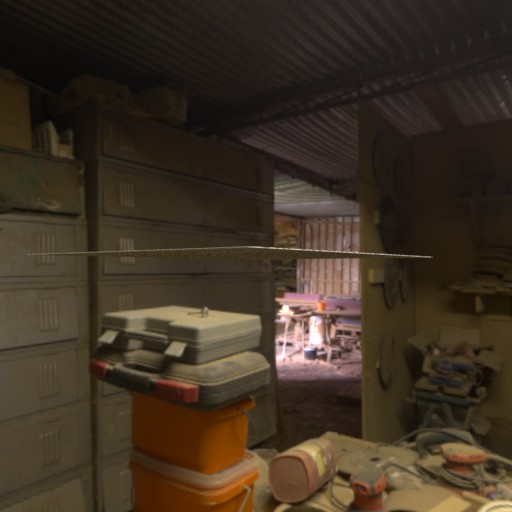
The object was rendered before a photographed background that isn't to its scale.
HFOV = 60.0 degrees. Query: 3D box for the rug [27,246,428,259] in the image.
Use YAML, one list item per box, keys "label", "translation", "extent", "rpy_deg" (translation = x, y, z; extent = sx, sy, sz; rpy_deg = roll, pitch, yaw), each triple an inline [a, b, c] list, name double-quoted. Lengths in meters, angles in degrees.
- label: "rug"
  translation: [0.000, 0.000, 4.238]
  extent: [2.354, 0.007, 3.196]
  rpy_deg: [-1, -2, 38]
